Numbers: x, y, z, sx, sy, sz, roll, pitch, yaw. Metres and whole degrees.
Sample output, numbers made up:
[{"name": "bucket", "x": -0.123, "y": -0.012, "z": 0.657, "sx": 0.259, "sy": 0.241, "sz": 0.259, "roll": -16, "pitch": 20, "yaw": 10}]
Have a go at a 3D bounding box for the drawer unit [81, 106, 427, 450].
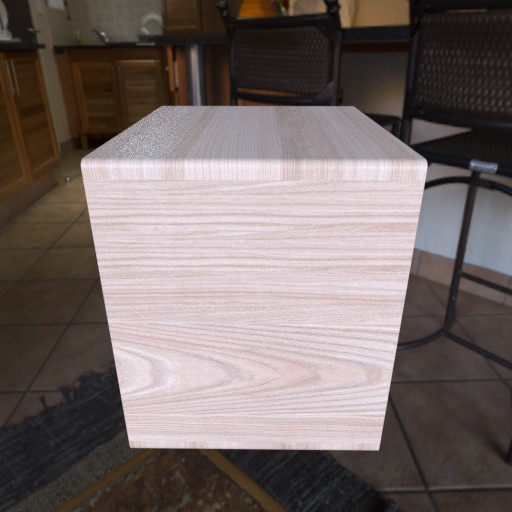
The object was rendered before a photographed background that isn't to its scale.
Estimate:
[{"name": "drawer unit", "x": 0.000, "y": 0.000, "z": 0.598, "sx": 0.290, "sy": 0.344, "sz": 0.344, "roll": 0, "pitch": 26, "yaw": 1}]
